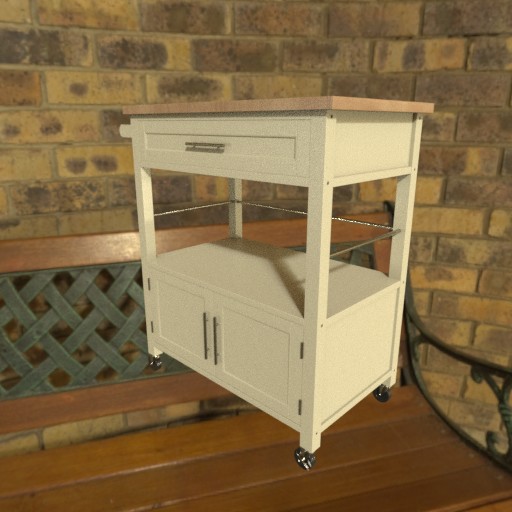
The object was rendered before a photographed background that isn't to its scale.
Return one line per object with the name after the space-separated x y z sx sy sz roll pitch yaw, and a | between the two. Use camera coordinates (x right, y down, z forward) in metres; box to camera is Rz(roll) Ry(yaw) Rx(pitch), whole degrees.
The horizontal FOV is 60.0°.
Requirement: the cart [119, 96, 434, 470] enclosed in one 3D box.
0.000 0.000 1.397 0.840 0.901 0.459 16 23 42 | cart
